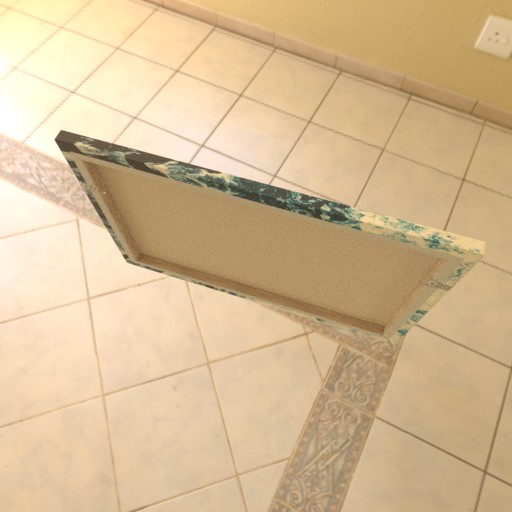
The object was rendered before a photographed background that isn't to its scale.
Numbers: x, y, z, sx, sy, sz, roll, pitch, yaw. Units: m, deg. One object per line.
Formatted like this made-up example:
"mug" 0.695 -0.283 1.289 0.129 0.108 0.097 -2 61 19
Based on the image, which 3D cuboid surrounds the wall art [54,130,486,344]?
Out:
"wall art" 0.000 0.000 1.955 1.524 1.017 0.055 16 64 8
